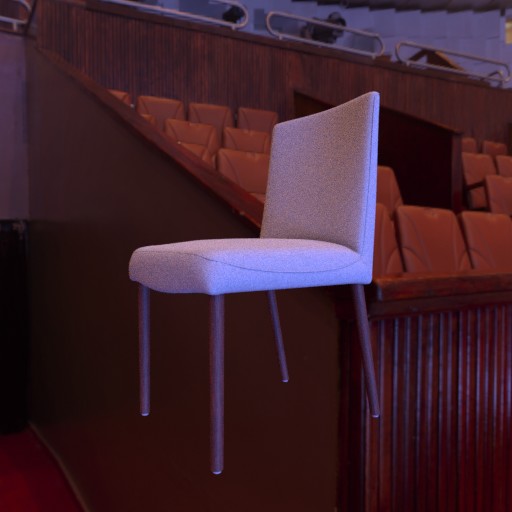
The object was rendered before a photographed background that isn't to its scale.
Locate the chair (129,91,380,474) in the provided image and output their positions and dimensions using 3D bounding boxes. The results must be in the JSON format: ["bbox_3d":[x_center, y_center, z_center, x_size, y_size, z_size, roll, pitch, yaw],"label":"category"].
[{"bbox_3d":[0.000,0.000,1.176,0.570,0.859,0.456,-1,2,-36],"label":"chair"}]
